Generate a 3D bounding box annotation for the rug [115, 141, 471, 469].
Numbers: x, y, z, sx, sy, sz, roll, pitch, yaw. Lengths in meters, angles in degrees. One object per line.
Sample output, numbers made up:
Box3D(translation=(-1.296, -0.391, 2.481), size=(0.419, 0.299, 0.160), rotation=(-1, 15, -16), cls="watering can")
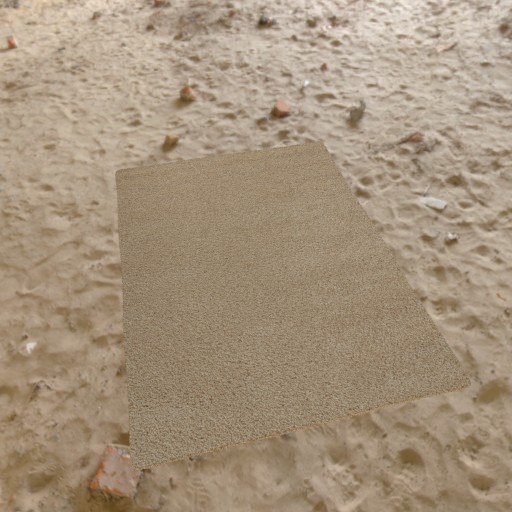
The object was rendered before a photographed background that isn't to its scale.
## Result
Box3D(translation=(0.000, 0.000, 2.010), size=(1.199, 0.025, 1.600), rotation=(-10, 48, -9), cls="rug")
